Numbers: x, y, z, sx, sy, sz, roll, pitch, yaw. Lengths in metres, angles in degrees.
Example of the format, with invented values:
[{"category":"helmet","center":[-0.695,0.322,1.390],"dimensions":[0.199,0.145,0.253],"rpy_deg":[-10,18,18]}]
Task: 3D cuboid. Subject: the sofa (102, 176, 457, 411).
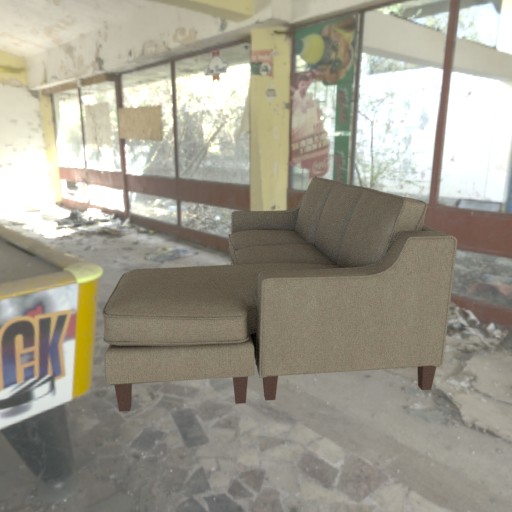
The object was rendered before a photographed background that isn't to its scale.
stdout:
[{"category":"sofa","center":[0.000,0.000,3.342],"dimensions":[1.858,1.081,2.317],"rpy_deg":[-2,14,-7]}]
